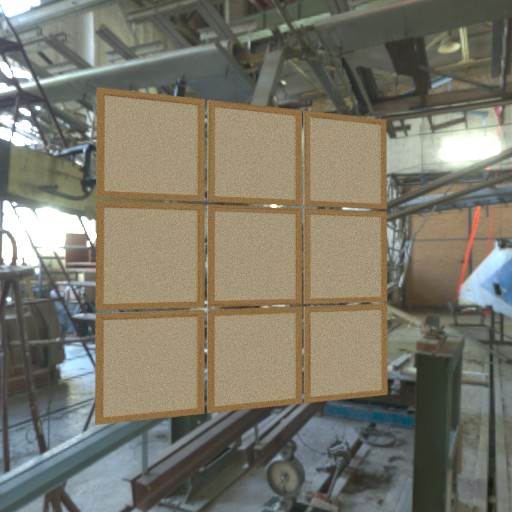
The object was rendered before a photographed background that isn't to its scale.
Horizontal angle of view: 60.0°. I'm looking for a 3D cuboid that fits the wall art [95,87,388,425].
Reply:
[{"bbox_3d":[0.000,0.000,2.232,1.517,1.523,0.013,0,-1,-17],"label":"wall art"}]
